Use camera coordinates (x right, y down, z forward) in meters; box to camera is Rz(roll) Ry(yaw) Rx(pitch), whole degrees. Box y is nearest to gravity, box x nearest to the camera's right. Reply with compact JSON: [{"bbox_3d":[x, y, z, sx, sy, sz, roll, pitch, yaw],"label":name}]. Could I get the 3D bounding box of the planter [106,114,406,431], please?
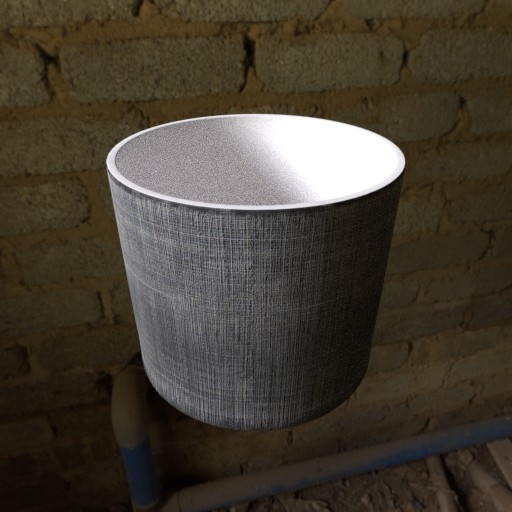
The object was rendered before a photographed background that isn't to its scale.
[{"bbox_3d":[0.000,0.000,0.447,0.254,0.221,0.254,0,31,0],"label":"planter"}]
